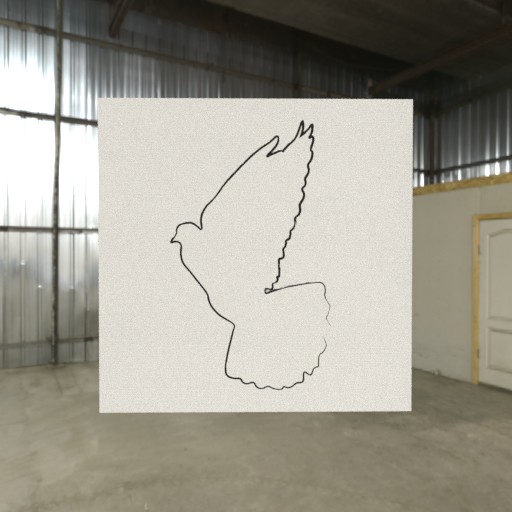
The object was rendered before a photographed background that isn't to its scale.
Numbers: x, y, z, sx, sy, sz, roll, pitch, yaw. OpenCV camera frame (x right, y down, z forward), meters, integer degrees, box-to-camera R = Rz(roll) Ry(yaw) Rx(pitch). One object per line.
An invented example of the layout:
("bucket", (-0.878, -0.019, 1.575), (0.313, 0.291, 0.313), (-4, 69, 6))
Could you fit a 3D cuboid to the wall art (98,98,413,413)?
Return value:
("wall art", (0.000, 0.000, 0.880), (0.610, 0.610, 0.038), (0, 1, -1))
